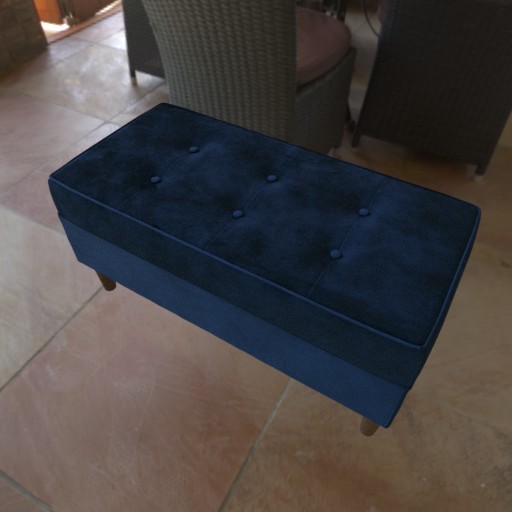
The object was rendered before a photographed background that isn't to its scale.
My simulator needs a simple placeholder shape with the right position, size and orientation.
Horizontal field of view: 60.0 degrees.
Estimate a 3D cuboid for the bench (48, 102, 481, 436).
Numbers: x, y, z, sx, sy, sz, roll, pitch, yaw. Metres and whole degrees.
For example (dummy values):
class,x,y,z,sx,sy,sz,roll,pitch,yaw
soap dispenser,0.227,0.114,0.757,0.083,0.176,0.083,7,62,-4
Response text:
class,x,y,z,sx,sy,sz,roll,pitch,yaw
bench,0.000,0.000,1.259,1.010,0.467,0.489,24,51,21
